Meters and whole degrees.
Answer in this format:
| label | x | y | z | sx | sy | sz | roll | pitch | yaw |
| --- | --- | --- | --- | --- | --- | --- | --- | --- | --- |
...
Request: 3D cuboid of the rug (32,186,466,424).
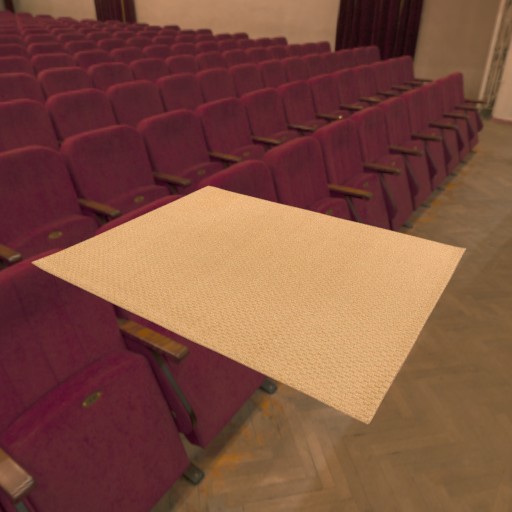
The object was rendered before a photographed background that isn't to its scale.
| label | x | y | z | sx | sy | sz | roll | pitch | yaw |
| --- | --- | --- | --- | --- | --- | --- | --- | --- | --- |
| rug | 0.000 | 0.000 | 3.743 | 2.897 | 0.035 | 2.277 | 18 | 33 | 29 |
